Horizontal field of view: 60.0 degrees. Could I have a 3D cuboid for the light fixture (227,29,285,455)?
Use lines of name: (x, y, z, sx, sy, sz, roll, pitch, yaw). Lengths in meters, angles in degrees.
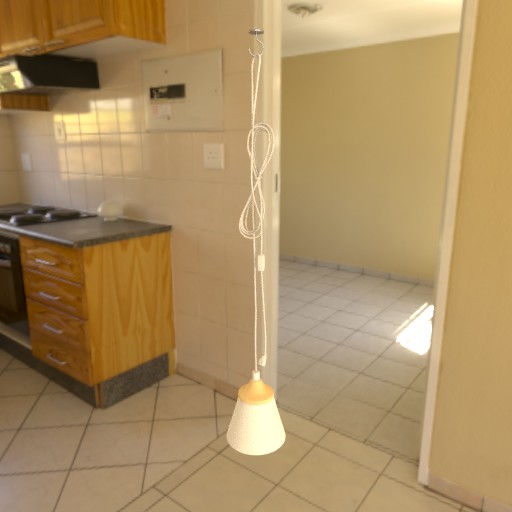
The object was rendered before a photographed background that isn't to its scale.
light fixture: (0.000, 0.000, 1.041, 0.153, 0.966, 0.153, 7, 16, 27)
